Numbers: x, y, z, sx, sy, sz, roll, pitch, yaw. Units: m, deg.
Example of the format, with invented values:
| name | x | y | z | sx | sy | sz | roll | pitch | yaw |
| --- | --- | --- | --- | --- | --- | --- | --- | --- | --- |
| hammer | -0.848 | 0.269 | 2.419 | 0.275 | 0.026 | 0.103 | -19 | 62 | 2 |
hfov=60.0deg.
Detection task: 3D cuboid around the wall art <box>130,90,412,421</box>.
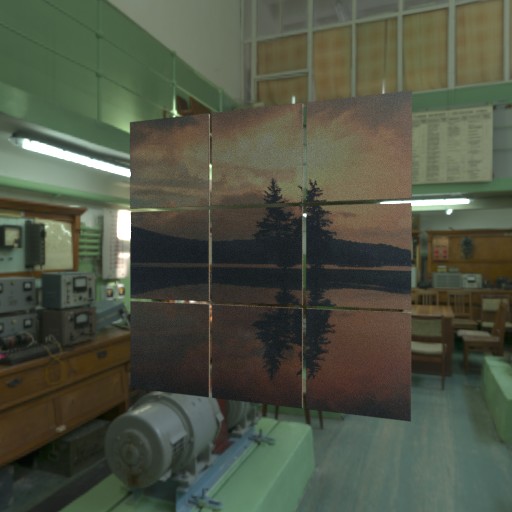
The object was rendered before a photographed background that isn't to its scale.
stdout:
| name | x | y | z | sx | sy | sz | roll | pitch | yaw |
| --- | --- | --- | --- | --- | --- | --- | --- | --- | --- |
| wall art | 0.000 | 0.000 | 1.836 | 1.216 | 1.218 | 0.013 | 0 | 1 | 19 |
